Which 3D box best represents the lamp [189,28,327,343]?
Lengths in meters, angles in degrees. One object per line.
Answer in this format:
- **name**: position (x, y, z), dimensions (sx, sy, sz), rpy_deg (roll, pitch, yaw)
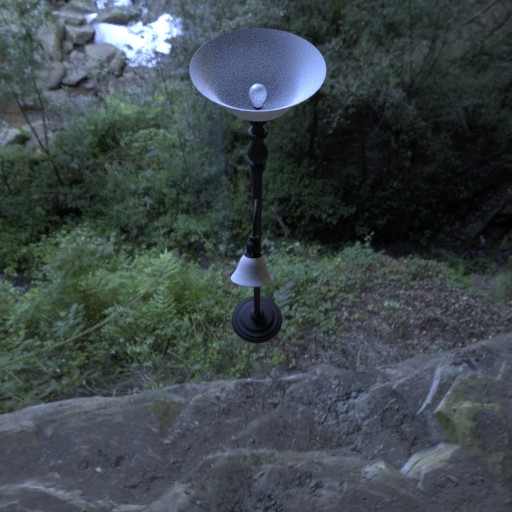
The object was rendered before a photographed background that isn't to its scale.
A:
- **lamp**: position (0.000, 0.000, 2.019), dimensions (0.405, 1.793, 0.588), rpy_deg (3, 57, 2)
